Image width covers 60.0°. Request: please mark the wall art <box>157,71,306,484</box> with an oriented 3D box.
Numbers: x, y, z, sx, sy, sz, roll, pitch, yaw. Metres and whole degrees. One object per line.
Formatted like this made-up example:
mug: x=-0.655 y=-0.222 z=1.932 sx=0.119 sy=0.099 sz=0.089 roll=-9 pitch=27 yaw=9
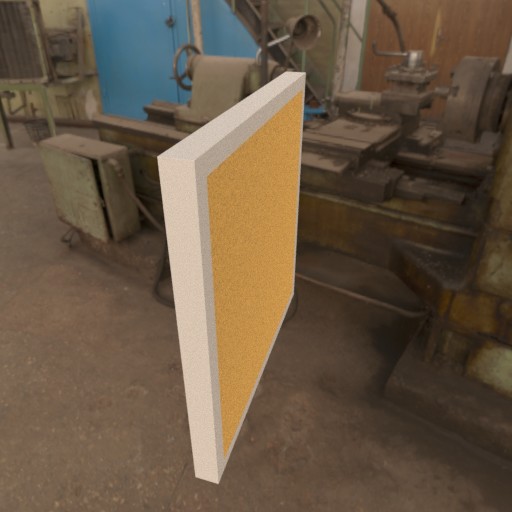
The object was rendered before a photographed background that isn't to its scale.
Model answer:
wall art: x=0.000 y=0.000 z=1.911 sx=0.098 sy=1.291 sz=1.289 roll=9 pitch=33 yaw=15
